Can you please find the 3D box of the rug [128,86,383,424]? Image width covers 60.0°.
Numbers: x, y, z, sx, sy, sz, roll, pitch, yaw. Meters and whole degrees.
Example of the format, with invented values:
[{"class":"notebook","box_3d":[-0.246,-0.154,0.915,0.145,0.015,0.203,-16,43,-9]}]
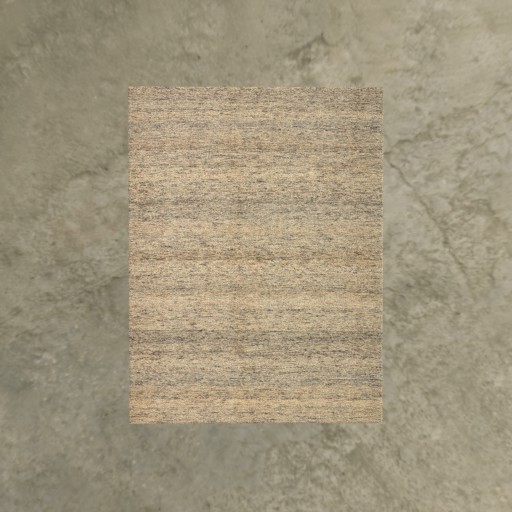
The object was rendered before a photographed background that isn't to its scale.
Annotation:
[{"class":"rug","box_3d":[0.000,0.000,4.214,2.414,0.036,3.199,0,91,0]}]
